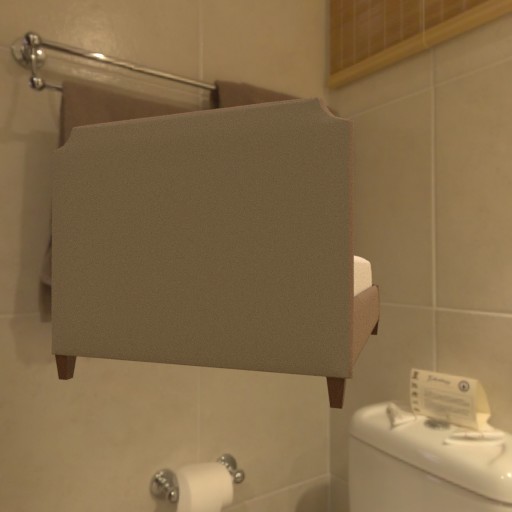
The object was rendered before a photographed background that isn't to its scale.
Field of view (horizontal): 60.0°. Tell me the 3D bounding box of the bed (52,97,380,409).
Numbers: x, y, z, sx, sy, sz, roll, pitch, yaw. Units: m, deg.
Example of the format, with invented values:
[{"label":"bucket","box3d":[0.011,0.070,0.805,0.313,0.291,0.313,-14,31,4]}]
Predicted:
[{"label":"bed","box3d":[0.000,0.000,3.357,1.713,1.443,2.372,0,-1,19]}]
